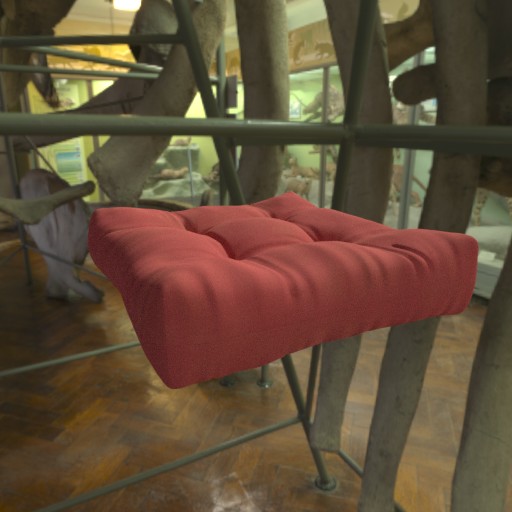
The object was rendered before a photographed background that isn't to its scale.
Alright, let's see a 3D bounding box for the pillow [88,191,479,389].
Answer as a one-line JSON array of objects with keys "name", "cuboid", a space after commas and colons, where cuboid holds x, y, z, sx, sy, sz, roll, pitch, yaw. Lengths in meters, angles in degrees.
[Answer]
[{"name": "pillow", "cuboid": [0.000, 0.000, 0.718, 0.468, 0.128, 0.490, -8, 18, -26]}]
